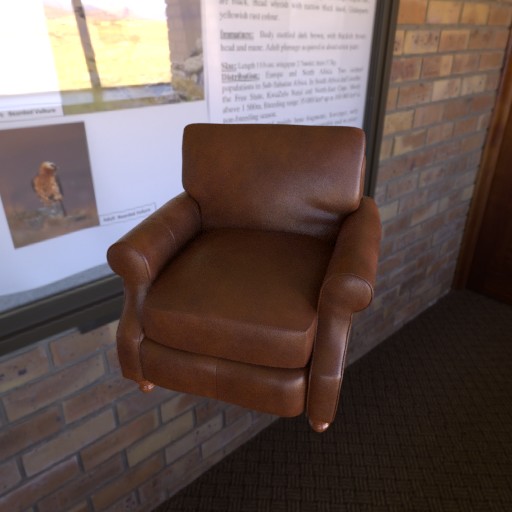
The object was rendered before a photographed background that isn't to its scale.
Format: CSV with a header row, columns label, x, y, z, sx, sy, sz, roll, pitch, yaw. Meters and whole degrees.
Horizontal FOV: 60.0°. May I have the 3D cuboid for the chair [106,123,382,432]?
label,x,y,z,sx,sy,sz,roll,pitch,yaw
chair,0.000,0.000,1.855,0.989,0.972,0.992,7,28,14
